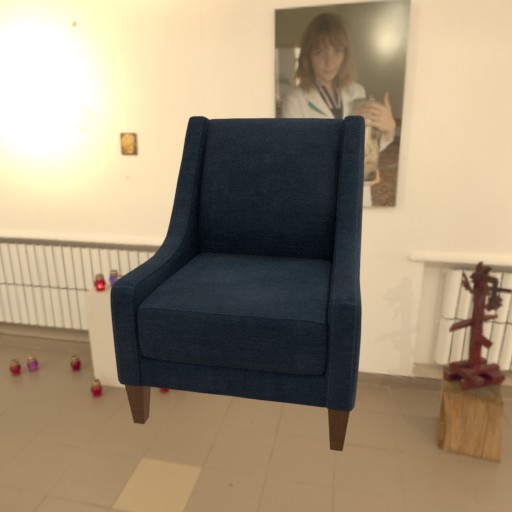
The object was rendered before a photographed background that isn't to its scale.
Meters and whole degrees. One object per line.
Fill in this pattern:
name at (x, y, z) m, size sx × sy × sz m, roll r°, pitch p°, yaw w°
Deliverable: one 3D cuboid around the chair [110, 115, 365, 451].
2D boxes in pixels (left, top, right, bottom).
chair at (0.000, 0.000, 1.657) m, size 0.774 × 1.014 × 0.870 m, roll 3°, pitch 17°, yaw 11°
